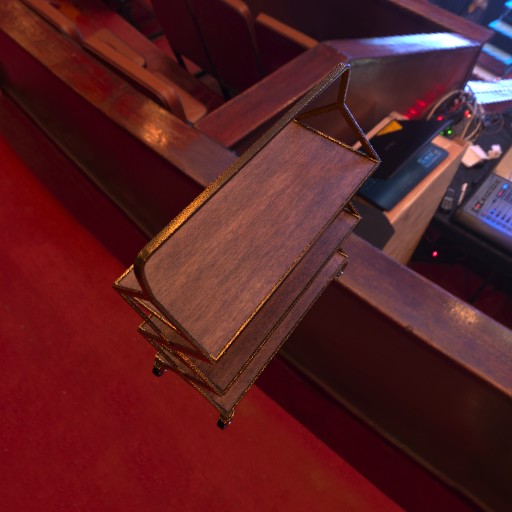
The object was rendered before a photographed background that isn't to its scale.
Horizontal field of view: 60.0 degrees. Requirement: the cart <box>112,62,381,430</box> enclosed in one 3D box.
[{"bbox_3d":[0.000,0.000,1.203,0.313,0.805,0.723,33,63,19],"label":"cart"}]
